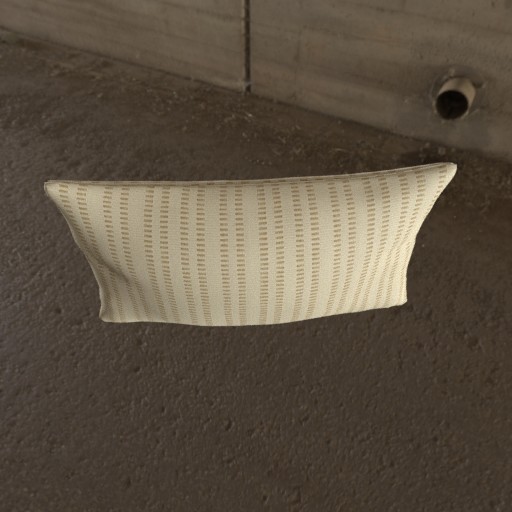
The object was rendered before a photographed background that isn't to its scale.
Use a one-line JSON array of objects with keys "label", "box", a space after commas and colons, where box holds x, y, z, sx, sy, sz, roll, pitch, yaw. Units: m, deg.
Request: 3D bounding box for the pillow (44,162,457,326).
[{"label": "pillow", "box": [0.000, 0.000, 0.793, 0.640, 0.353, 0.210, -3, 47, -3]}]
